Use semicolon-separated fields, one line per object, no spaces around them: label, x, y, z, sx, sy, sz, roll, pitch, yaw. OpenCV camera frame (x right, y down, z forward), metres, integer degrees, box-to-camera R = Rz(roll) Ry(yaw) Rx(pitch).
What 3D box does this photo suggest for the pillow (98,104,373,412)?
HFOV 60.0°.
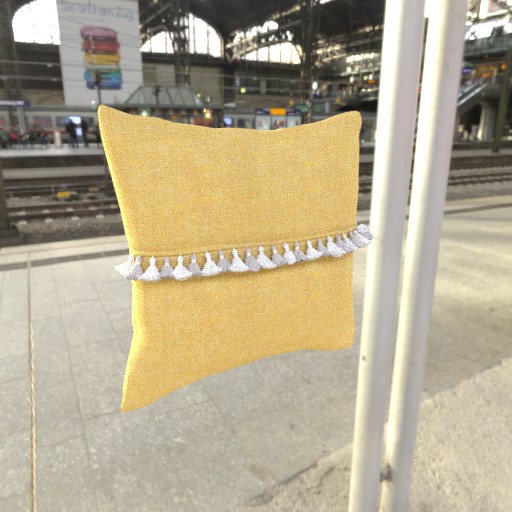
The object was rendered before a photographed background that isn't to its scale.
pillow;0.000;0.000;0.759;0.485;0.481;0.167;-9;18;-28
